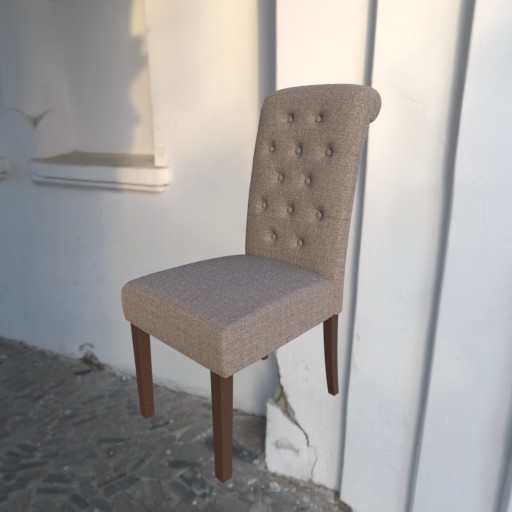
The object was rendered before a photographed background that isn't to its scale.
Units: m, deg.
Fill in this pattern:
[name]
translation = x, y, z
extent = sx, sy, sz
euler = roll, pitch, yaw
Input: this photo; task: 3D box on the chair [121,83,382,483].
[chair]
translation = 0.000, 0.000, 1.352
extent = 0.456, 1.006, 0.671
euler = 16, 23, 42
